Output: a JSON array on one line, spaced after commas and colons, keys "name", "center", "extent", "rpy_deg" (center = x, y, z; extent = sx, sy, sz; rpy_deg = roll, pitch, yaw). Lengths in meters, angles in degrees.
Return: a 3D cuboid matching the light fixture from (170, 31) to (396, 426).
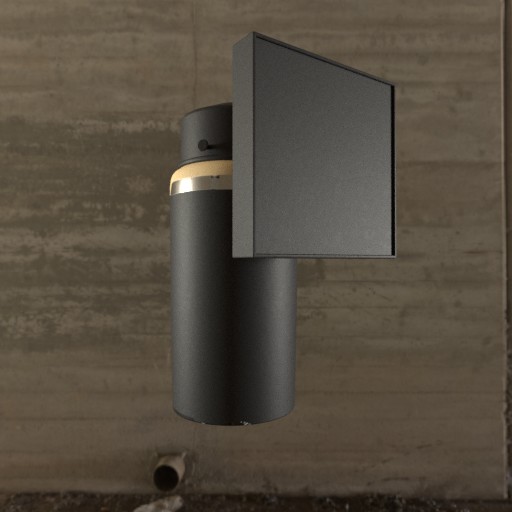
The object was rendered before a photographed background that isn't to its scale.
[{"name": "light fixture", "center": [0.000, 0.000, 0.361], "extent": [0.130, 0.257, 0.176], "rpy_deg": [0, -1, -36]}]
